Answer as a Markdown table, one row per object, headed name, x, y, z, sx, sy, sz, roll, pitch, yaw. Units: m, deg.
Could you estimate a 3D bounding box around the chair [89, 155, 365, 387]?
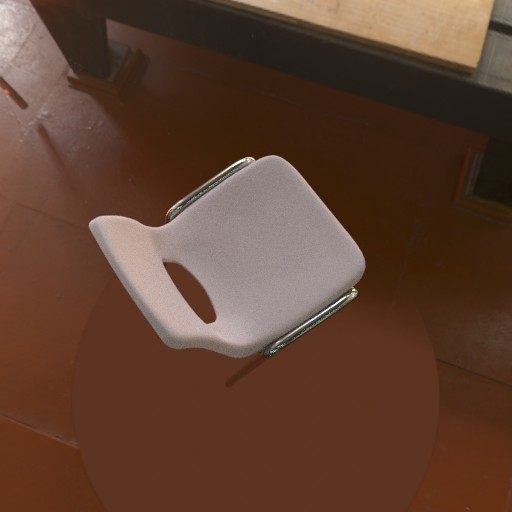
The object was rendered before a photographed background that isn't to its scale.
| name | x | y | z | sx | sy | sz | roll | pitch | yaw |
| --- | --- | --- | --- | --- | --- | --- | --- | --- | --- |
| chair | 0.000 | 0.000 | 0.918 | 0.436 | 0.653 | 0.381 | -35 | 77 | -9 |
